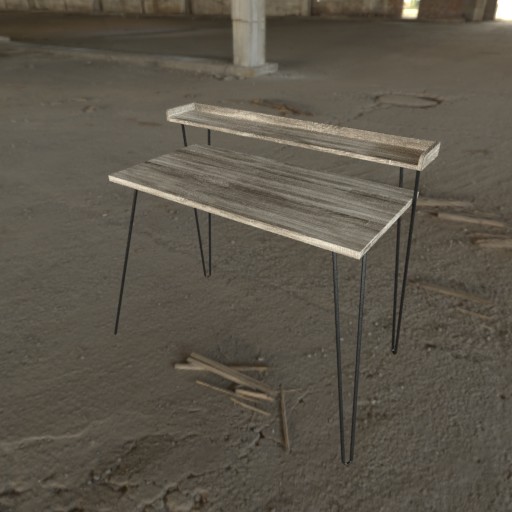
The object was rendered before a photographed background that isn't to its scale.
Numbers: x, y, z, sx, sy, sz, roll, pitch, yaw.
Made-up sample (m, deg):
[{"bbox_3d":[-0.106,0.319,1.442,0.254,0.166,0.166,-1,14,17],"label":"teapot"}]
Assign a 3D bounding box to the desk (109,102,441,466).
[{"bbox_3d":[0.000,0.000,1.667,1.135,0.899,0.605,20,36,29],"label":"desk"}]
